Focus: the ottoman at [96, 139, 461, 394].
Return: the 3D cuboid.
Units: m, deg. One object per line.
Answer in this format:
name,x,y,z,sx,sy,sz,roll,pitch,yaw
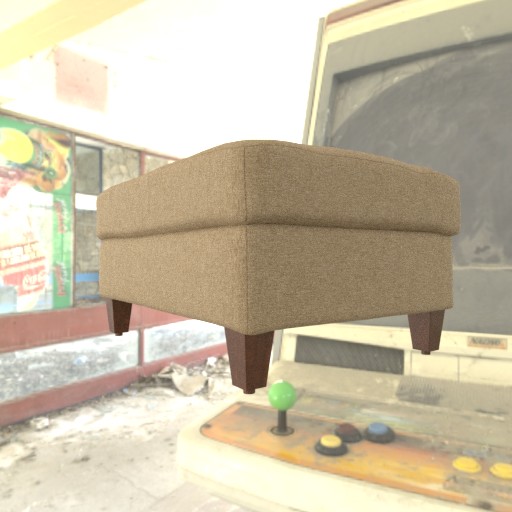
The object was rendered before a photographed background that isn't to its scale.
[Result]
ottoman,0.000,0.000,1.289,0.692,0.511,0.889,0,0,-36
